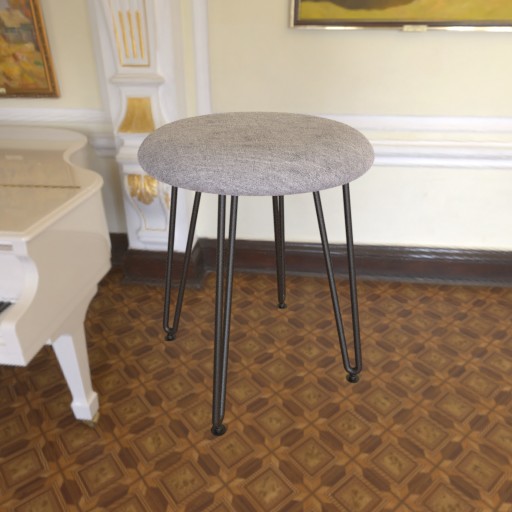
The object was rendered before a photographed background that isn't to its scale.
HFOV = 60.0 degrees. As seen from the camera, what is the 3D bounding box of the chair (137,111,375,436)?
[{"bbox_3d":[0.000,0.000,0.665,0.350,0.386,0.350,9,29,17],"label":"chair"}]
